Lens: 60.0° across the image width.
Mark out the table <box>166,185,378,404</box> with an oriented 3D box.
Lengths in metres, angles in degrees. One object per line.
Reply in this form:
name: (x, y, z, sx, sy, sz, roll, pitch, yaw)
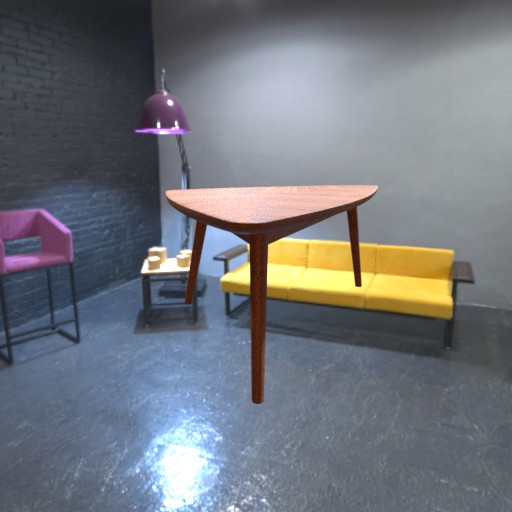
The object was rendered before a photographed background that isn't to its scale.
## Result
table: (0.000, 0.000, 1.301, 0.601, 0.365, 1.008, 6, 14, 25)
